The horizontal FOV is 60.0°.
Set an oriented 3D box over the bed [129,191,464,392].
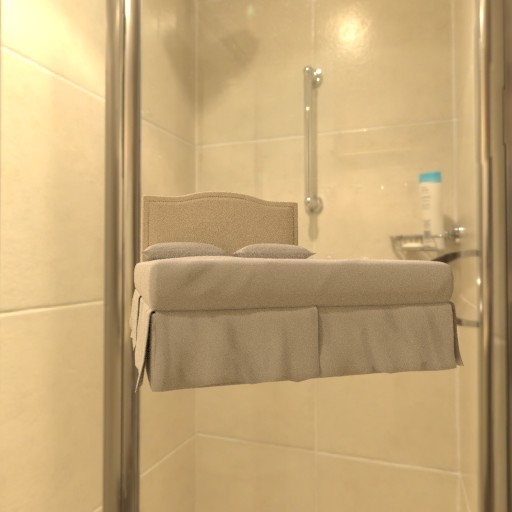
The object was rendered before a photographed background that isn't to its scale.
[{"bbox_3d":[0.000,0.000,3.617,1.977,1.437,2.477,0,-1,-17],"label":"bed"}]
